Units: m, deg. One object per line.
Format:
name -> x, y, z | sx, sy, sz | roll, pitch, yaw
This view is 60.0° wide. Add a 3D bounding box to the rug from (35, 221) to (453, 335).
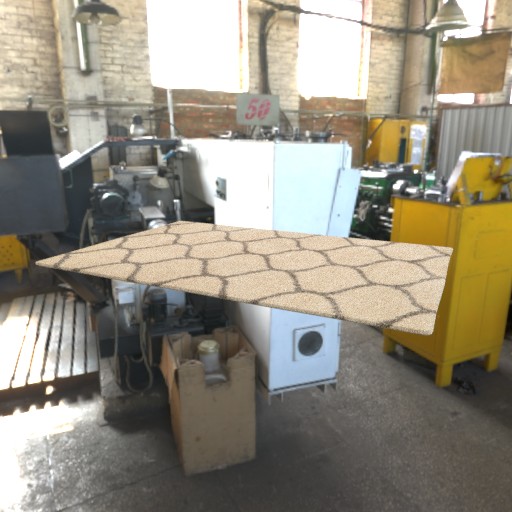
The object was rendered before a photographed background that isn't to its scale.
rug -> 0.000, 0.000, 3.410 | 2.701, 0.026, 1.801 | 7, 17, 25
